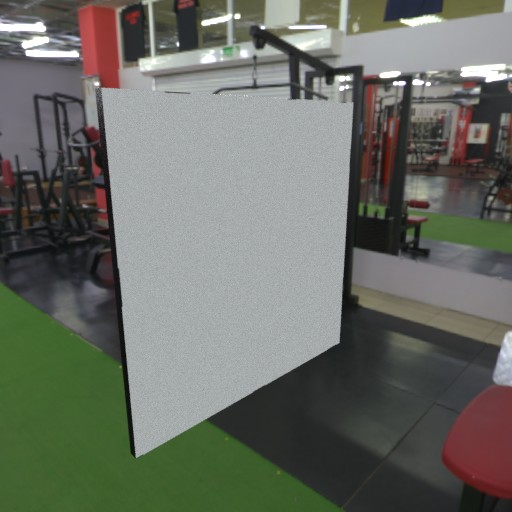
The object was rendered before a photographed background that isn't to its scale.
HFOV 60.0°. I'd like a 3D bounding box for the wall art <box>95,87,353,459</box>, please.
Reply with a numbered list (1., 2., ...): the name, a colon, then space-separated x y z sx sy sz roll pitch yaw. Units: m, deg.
1. wall art: 0.000 0.000 0.658 0.446 0.445 0.014 -16 23 -42
